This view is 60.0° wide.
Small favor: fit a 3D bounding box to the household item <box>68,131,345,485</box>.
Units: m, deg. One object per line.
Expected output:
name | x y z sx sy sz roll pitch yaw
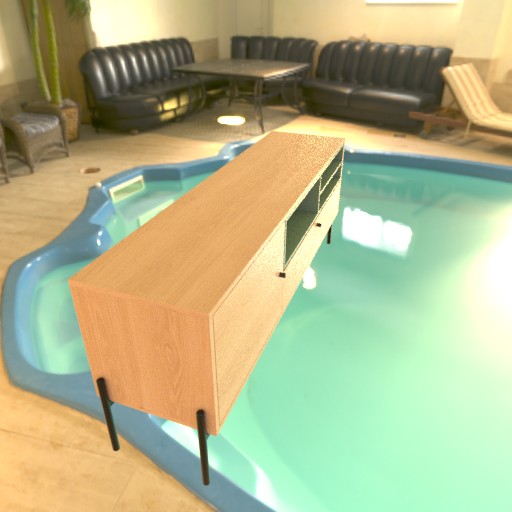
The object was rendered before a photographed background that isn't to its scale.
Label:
household item | 0.000 0.000 1.771 0.400 0.600 1.550 11 32 18
